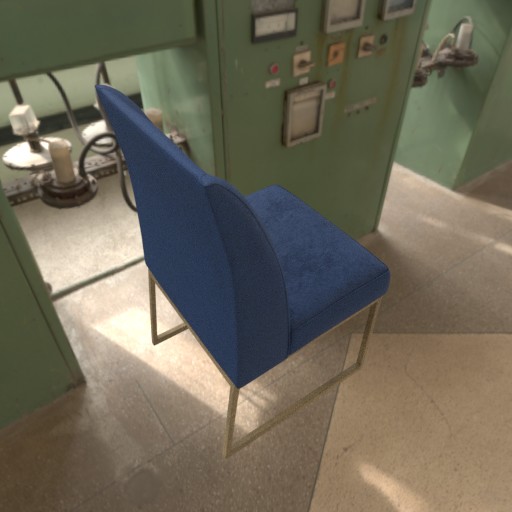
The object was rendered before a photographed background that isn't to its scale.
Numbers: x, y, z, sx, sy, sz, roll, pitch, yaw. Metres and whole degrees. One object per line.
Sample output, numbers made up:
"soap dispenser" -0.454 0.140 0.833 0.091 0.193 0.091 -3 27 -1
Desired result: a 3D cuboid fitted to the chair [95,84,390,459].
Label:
"chair" 0.000 0.000 1.165 0.522 0.863 0.508 -25 47 -25
